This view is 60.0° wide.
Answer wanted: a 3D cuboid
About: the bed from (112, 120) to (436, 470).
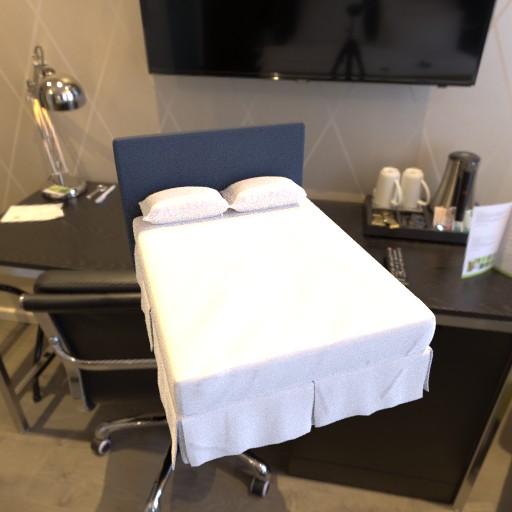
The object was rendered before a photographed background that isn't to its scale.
[{"bbox_3d":[0.000,0.000,3.219,1.713,1.330,2.162,-10,33,-16],"label":"bed"}]
